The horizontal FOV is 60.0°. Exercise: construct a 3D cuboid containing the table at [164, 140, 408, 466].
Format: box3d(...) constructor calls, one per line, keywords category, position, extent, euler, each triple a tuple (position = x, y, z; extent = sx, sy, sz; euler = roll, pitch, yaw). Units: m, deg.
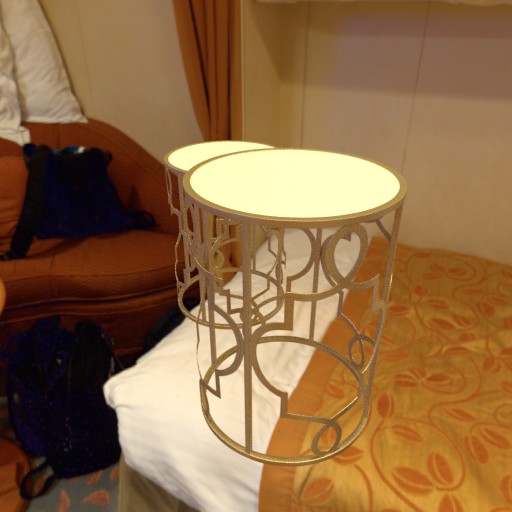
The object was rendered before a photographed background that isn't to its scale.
box3d(category="table", position=(0.000, 0.000, 1.160), extent=(0.420, 0.564, 0.846), euler=(-10, 30, -17))
